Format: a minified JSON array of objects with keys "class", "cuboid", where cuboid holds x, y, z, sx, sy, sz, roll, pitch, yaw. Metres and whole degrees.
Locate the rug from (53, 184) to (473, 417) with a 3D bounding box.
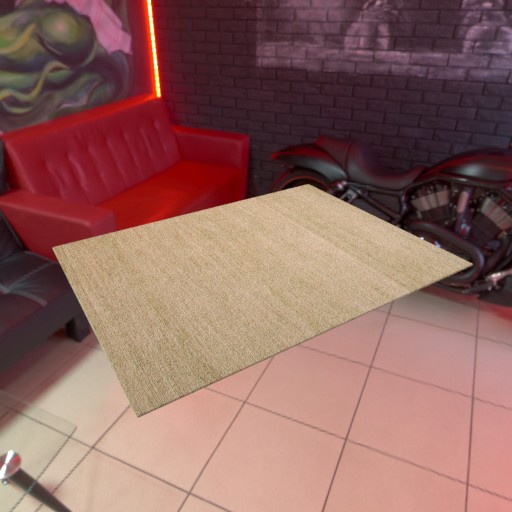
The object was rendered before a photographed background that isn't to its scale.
[{"class":"rug","cuboid":[0.000,0.000,4.214,3.198,0.016,2.425,-18,35,-28]}]
